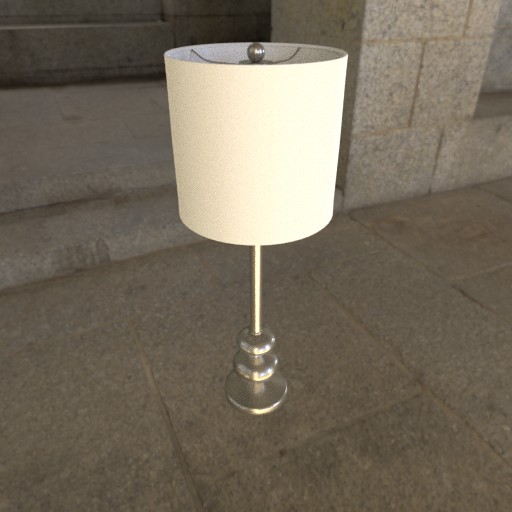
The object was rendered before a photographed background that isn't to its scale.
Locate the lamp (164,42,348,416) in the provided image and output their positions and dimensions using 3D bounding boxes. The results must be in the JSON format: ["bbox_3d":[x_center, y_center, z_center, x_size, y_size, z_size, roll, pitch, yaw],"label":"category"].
[{"bbox_3d":[0.000,0.000,0.791,0.254,0.690,0.254,20,36,30],"label":"lamp"}]
